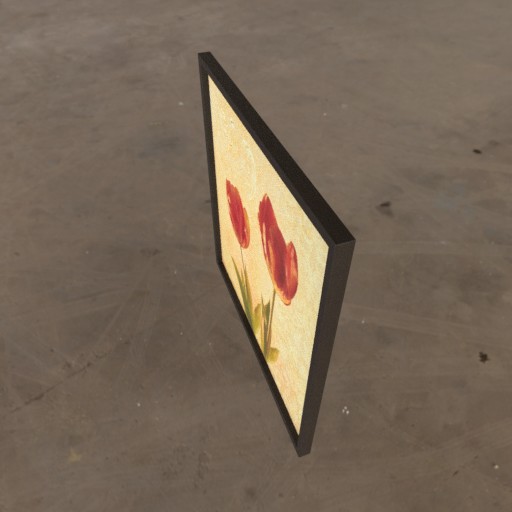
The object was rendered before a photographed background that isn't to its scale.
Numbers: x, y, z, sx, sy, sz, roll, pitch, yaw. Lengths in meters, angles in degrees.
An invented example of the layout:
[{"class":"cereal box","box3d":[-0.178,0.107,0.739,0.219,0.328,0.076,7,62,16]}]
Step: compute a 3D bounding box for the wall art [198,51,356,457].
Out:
[{"class":"wall art","box3d":[0.000,0.000,1.214,0.043,0.807,0.805,-14,46,-14]}]
